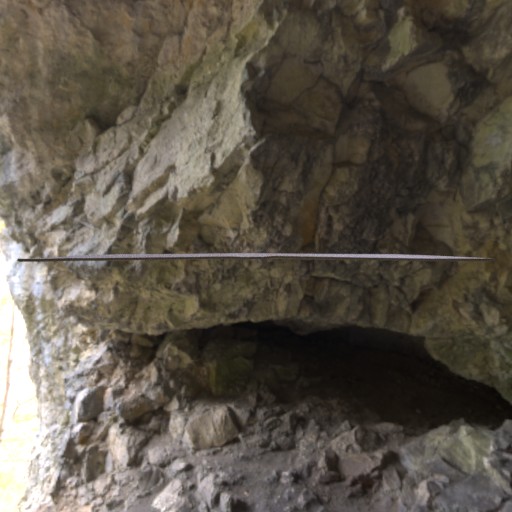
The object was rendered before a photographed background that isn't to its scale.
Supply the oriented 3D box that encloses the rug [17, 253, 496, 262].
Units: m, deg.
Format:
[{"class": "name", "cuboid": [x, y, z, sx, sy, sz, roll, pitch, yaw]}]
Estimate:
[{"class": "rug", "cuboid": [0.000, 0.000, 2.890, 2.283, 0.030, 1.596, 0, 1, 1]}]
